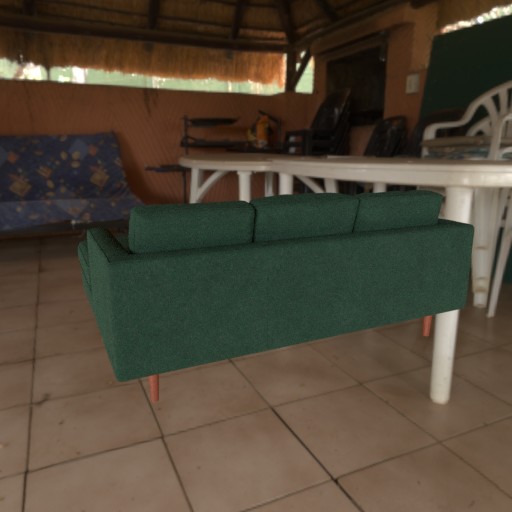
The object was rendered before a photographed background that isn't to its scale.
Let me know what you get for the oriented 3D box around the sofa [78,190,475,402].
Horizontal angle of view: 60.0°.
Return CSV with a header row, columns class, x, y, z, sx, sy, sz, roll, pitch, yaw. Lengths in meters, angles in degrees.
class,x,y,z,sx,sy,sz,roll,pitch,yaw
sofa,0.000,0.000,2.847,2.030,0.899,1.580,-6,15,-25
